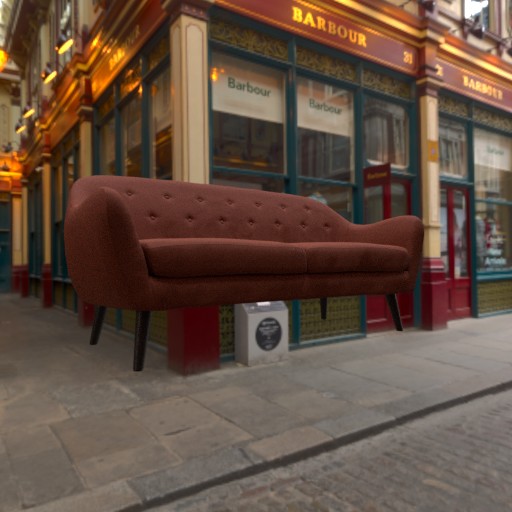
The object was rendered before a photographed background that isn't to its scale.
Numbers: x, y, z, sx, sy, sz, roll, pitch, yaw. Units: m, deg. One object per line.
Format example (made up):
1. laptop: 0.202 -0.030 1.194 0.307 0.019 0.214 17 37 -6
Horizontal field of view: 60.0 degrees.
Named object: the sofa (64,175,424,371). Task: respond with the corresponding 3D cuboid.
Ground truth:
1. sofa: 0.000 0.000 2.313 1.840 0.836 0.820 0 0 -36
